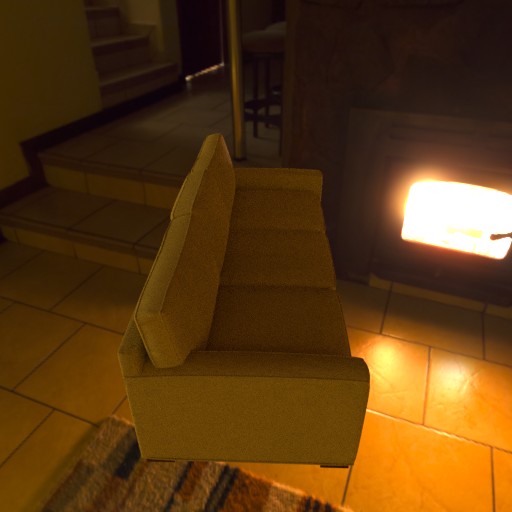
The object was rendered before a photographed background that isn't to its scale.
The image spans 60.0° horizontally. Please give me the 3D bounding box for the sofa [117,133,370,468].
[{"bbox_3d":[0.000,0.000,2.574,0.936,0.862,2.093,1,33,2],"label":"sofa"}]
